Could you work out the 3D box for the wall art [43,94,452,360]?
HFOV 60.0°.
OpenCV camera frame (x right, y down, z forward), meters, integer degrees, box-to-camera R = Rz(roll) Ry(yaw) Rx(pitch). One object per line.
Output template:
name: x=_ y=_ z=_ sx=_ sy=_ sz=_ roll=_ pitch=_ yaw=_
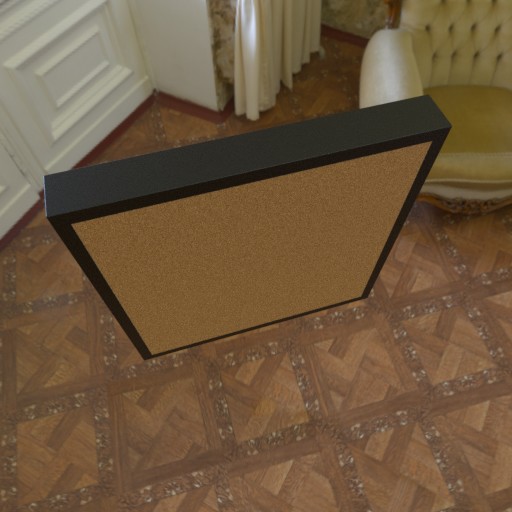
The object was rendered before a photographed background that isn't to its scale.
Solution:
wall art: x=0.000 y=0.000 z=0.457 sx=0.304 sy=0.304 sz=0.038 roll=-14 pitch=60 yaw=-8
